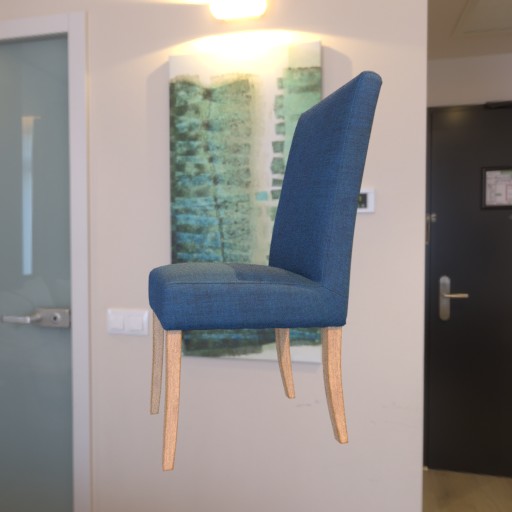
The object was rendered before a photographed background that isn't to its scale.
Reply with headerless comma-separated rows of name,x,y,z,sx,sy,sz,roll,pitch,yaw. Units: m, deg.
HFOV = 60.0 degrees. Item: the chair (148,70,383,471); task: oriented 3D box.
chair,0.000,0.000,1.345,0.610,1.029,0.450,0,2,-18
